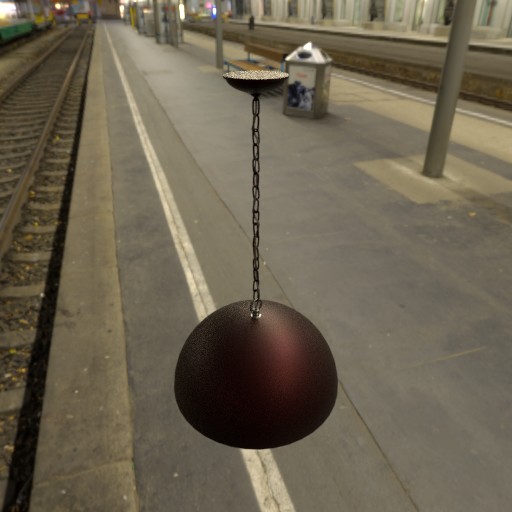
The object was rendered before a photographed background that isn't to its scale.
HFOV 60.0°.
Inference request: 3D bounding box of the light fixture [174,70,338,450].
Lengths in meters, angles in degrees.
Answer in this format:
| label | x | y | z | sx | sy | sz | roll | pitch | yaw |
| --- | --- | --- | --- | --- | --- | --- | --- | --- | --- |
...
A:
| label | x | y | z | sx | sy | sz | roll | pitch | yaw |
| --- | --- | --- | --- | --- | --- | --- | --- | --- | --- |
| light fixture | 0.000 | 0.000 | 1.140 | 0.492 | 0.869 | 0.492 | -21 | 35 | -33 |
